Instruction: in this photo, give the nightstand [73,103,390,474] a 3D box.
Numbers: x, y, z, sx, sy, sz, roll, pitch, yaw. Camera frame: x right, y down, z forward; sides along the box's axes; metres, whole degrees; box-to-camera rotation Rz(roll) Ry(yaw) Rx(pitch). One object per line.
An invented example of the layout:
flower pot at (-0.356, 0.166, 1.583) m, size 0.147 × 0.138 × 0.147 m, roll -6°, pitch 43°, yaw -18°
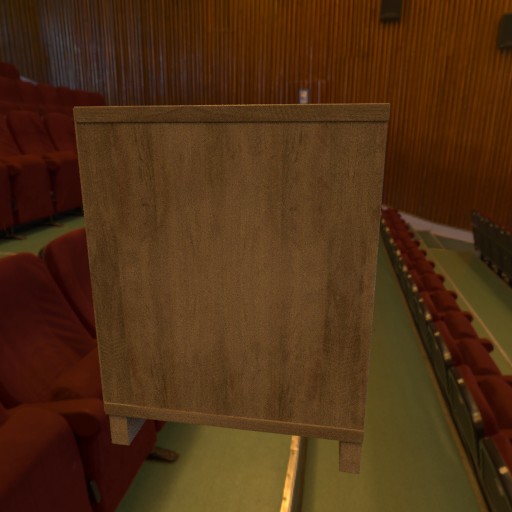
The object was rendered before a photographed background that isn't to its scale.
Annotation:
nightstand at (0.000, 0.000, 0.732) m, size 0.347 × 0.448 × 0.427 m, roll 3°, pitch 16°, yaw 10°
